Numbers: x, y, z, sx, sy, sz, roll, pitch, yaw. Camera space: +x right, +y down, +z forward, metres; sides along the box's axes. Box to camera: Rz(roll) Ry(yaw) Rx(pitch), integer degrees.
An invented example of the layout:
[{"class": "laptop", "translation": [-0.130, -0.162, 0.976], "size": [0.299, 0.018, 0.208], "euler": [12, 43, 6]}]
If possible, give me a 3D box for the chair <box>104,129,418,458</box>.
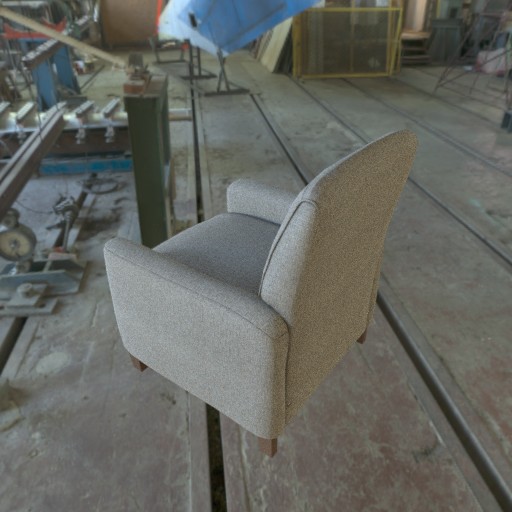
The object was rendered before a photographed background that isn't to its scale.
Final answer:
[{"class": "chair", "translation": [0.000, 0.000, 1.691], "size": [0.864, 1.014, 0.848], "euler": [21, 37, 31]}]
